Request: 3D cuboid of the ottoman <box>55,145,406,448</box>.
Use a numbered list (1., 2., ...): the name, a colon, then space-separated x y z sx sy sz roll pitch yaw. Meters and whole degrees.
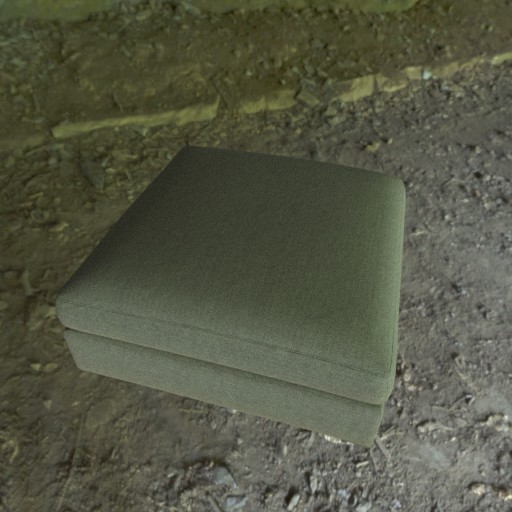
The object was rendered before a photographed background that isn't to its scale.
1. ottoman: 0.000 0.000 1.674 1.041 0.470 1.041 11 42 12
